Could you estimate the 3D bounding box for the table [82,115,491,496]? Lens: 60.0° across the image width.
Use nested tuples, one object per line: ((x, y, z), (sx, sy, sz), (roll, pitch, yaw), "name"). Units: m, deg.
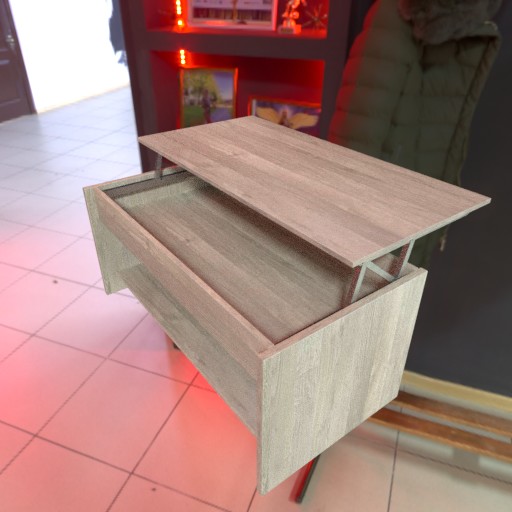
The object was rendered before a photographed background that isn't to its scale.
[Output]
((0.000, 0.000, 1.409), (0.712, 0.570, 1.000), (-21, 38, -31), "table")
